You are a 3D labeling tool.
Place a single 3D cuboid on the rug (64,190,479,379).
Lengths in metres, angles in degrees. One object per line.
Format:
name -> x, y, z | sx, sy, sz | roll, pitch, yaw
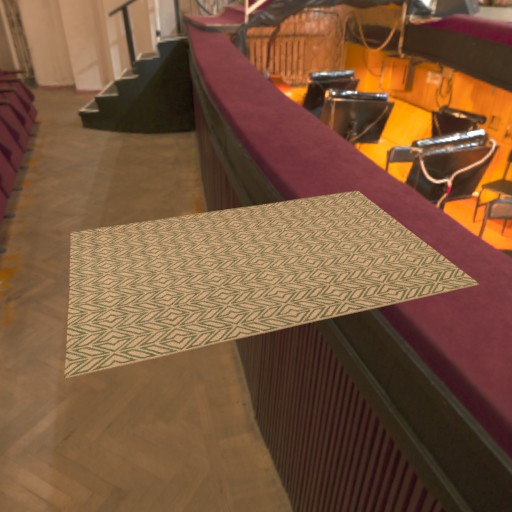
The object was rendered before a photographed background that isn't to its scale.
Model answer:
rug -> 0.000, 0.000, 3.049 | 2.435, 0.011, 1.517 | -10, 33, -16
